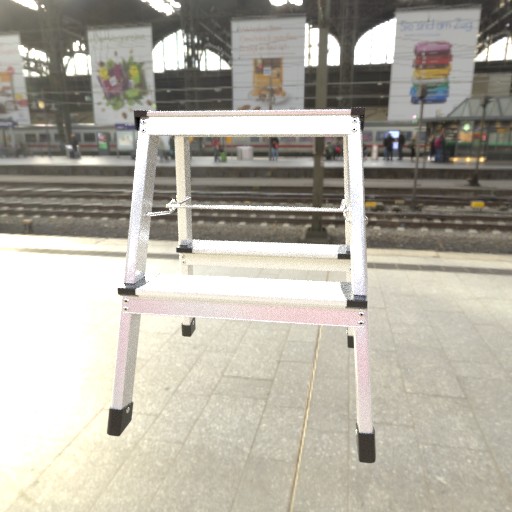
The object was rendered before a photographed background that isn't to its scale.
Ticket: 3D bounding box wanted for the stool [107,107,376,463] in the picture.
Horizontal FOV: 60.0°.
[{"bbox_3d":[0.000,0.000,0.781,0.404,0.480,0.405,2,15,9],"label":"stool"}]
